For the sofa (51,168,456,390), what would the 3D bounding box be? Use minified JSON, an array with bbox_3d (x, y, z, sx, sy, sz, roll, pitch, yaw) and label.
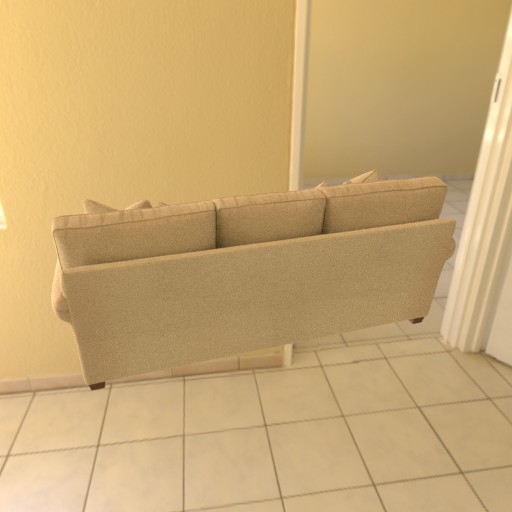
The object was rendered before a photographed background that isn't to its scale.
[{"bbox_3d":[0.000,0.000,2.791,2.312,0.975,0.965,-8,27,-16],"label":"sofa"}]
